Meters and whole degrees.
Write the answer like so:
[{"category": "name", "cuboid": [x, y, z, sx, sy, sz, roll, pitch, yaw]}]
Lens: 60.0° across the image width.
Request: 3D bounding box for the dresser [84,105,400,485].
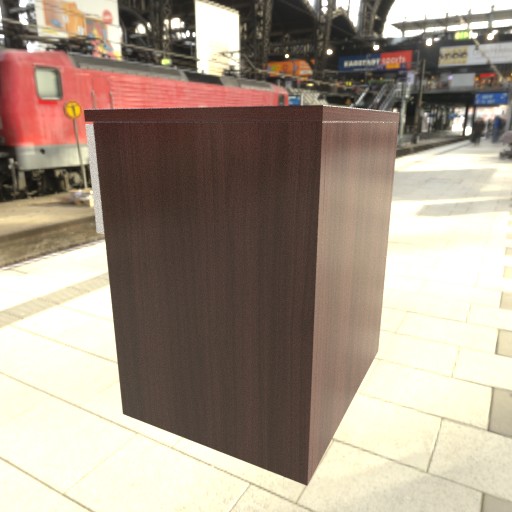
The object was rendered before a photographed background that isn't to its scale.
[{"category": "dresser", "cuboid": [0.000, 0.000, 0.757, 0.360, 0.470, 0.400, 9, 19, 26]}]
